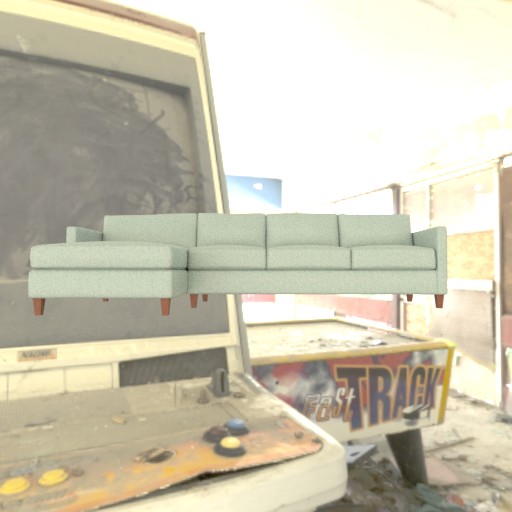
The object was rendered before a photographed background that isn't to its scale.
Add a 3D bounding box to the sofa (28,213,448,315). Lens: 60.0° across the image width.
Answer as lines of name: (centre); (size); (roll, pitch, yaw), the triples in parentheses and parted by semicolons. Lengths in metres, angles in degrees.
sofa: (0.000, 0.000, 4.133); (3.470, 0.953, 1.600); (0, -2, 1)
